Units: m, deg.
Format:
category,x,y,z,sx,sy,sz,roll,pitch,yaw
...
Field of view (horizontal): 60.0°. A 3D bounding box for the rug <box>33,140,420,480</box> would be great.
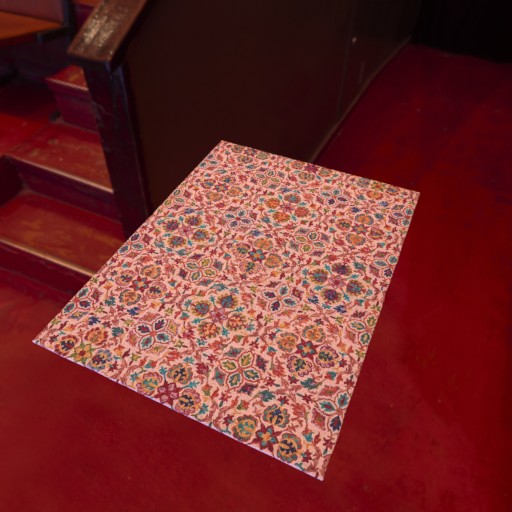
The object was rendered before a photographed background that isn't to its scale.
category,x,y,z,sx,sy,sz,roll,pitch,yaw
rug,0.000,0.000,4.178,2.446,0.020,3.215,19,50,17
